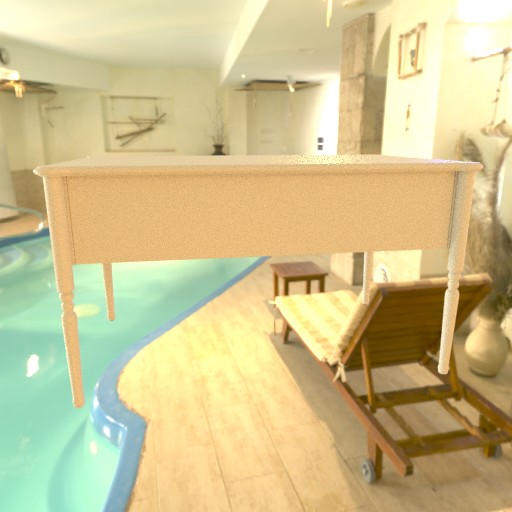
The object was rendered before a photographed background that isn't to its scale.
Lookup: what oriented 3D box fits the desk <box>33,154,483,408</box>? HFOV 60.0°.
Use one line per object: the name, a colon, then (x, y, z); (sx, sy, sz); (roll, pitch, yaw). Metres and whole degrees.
desk: (0.000, 0.000, 1.777); (1.380, 0.762, 0.807); (-2, 15, -9)
